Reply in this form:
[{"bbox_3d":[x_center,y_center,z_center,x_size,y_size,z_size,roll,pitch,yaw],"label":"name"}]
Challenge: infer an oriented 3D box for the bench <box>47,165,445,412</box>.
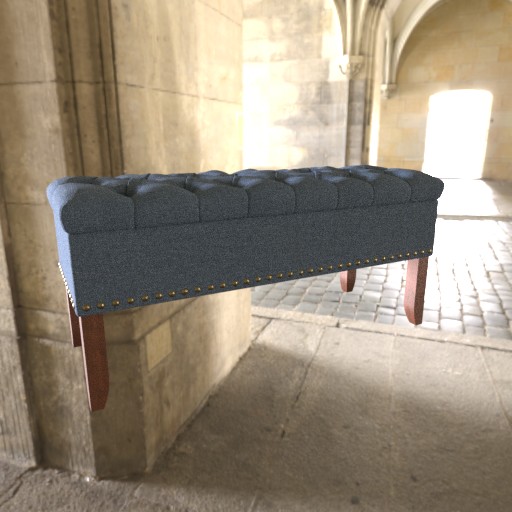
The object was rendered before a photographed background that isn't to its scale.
[{"bbox_3d":[0.000,0.000,1.295,1.052,0.492,0.417,-8,17,-27],"label":"bench"}]
